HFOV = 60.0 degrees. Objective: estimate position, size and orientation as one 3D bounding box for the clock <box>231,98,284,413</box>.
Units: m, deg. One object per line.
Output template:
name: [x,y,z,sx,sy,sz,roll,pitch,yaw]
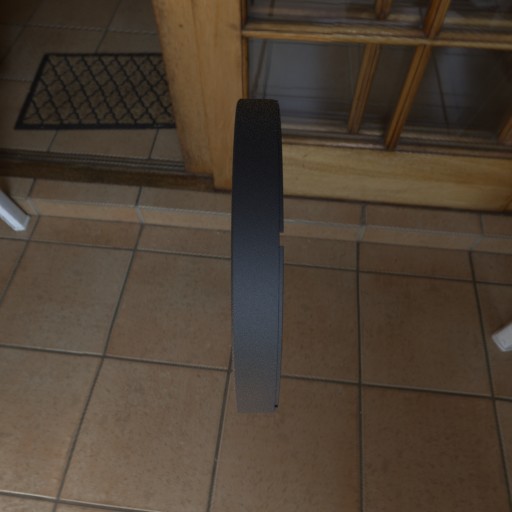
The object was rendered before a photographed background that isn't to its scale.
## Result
clock: [0.000,0.000,0.438,0.040,0.293,0.293,0,59,0]
